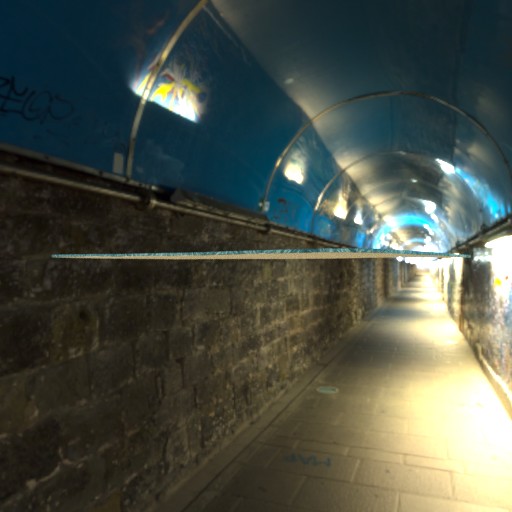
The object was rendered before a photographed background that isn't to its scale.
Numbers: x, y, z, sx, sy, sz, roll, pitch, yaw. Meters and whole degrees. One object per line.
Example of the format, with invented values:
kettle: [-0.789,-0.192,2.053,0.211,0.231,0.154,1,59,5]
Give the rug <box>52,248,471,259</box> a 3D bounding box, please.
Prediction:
rug: [0.000,0.000,2.160,1.728,0.017,1.136,-1,-1,36]
